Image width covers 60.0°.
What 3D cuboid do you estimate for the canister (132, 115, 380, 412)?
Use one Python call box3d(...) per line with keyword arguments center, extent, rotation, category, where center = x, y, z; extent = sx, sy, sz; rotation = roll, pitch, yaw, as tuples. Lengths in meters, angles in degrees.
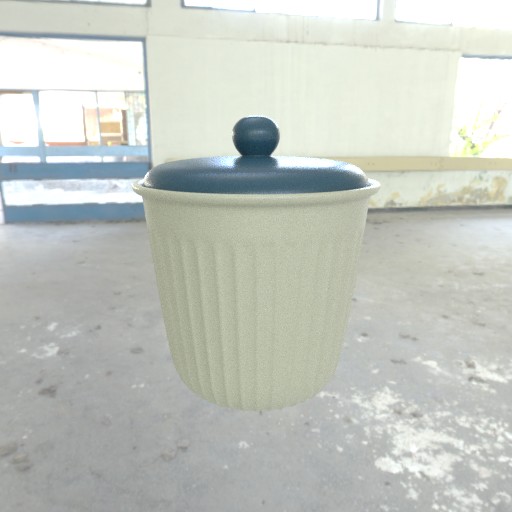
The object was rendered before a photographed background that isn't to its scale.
box3d(center=(0.000, 0.000, 0.349), extent=(0.181, 0.211, 0.181), rotation=(0, 15, 0), category="canister")
